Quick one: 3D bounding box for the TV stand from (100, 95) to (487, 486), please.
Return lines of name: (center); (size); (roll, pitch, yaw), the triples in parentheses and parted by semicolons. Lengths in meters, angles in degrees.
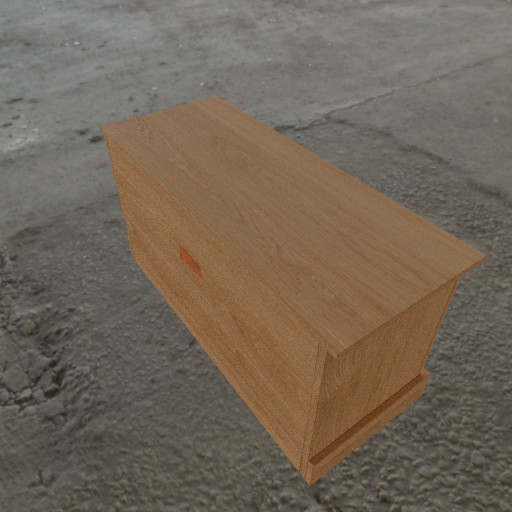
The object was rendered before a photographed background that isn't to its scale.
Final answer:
TV stand: (0.000, 0.000, 1.352); (0.440, 0.550, 1.080); (-26, 47, -26)
